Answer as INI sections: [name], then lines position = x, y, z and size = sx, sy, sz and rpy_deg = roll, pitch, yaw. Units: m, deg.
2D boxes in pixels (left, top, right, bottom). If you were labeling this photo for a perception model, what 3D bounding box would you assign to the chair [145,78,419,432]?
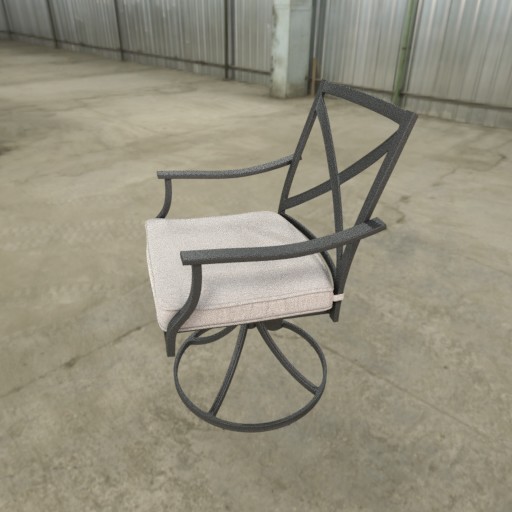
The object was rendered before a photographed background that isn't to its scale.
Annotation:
[chair]
position = 0.000, 0.000, 1.304
size = 0.620, 0.889, 0.575
rpy_deg = -8, 31, -14
